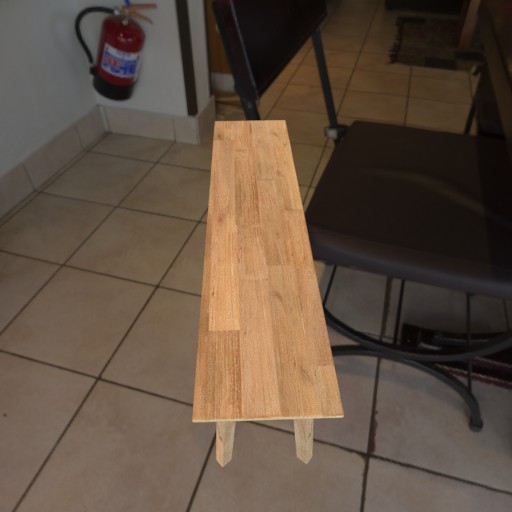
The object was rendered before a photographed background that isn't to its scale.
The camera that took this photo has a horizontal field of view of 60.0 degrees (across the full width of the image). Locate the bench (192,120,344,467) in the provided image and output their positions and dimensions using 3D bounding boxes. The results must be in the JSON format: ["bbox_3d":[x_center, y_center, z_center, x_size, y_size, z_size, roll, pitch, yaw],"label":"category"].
[{"bbox_3d":[0.000,0.000,1.876,0.378,0.431,1.698,-1,42,-2],"label":"bench"}]
